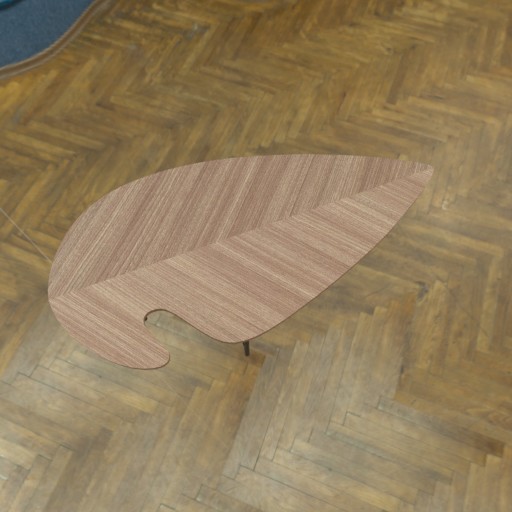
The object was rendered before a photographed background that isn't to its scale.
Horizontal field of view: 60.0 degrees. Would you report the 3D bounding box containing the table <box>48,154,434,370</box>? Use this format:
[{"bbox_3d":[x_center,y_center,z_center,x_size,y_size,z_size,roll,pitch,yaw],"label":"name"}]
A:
[{"bbox_3d":[0.000,0.000,1.450,1.199,0.360,0.598,-20,65,-10],"label":"table"}]
